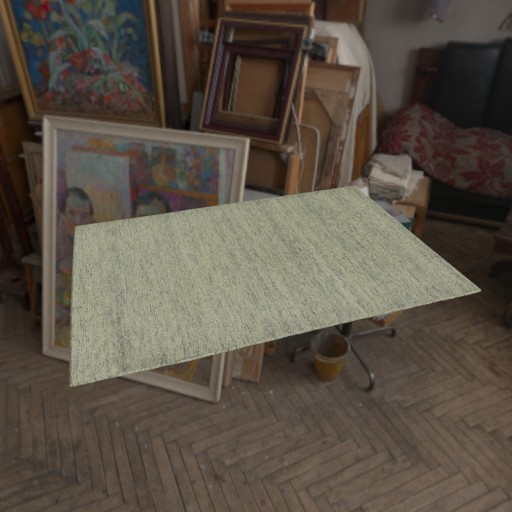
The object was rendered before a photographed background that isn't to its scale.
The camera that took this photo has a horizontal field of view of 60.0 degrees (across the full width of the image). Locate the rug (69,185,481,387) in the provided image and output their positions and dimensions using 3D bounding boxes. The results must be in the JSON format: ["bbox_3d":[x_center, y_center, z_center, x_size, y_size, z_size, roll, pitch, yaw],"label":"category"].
[{"bbox_3d":[0.000,0.000,2.346,1.846,0.014,1.243,-10,35,-15],"label":"rug"}]
